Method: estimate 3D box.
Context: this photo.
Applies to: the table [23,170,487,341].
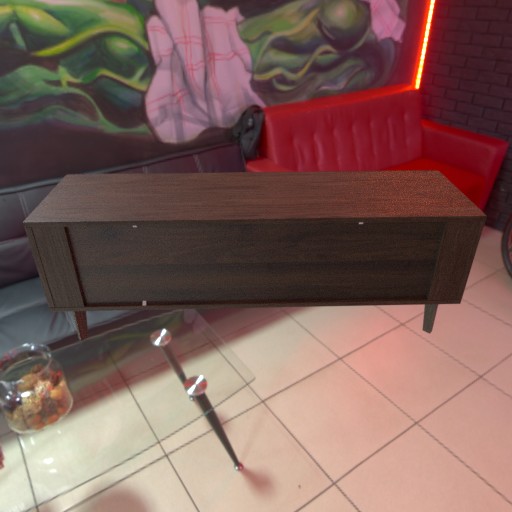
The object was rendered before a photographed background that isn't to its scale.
[{"bbox_3d":[0.000,0.000,1.637,1.397,0.508,0.405,-1,31,-1],"label":"table"}]
